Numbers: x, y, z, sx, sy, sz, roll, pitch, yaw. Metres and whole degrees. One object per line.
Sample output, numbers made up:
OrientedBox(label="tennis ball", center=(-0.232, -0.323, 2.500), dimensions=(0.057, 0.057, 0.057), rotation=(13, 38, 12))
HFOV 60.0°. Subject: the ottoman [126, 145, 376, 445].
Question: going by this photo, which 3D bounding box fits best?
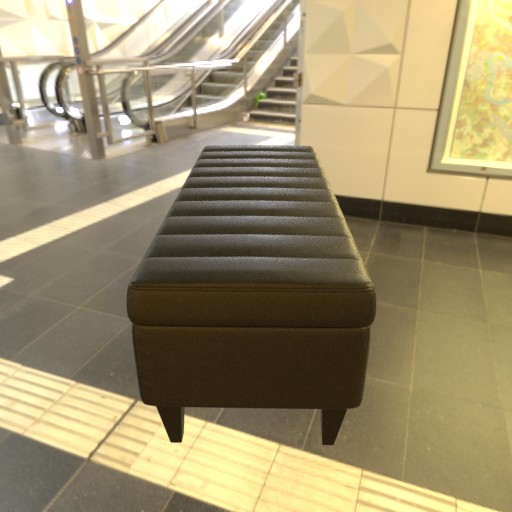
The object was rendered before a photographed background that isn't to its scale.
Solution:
OrientedBox(label="ottoman", center=(0.000, 0.000, 1.411), dimensions=(0.482, 0.469, 1.151), rotation=(0, 26, 1))
